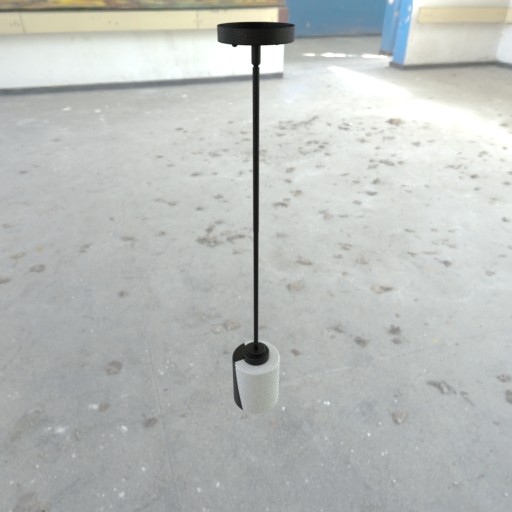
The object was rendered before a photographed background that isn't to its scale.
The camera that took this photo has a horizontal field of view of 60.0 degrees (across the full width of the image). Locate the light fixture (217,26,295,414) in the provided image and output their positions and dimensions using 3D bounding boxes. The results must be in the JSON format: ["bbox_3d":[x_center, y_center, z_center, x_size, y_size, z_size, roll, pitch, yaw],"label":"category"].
[{"bbox_3d":[0.000,0.000,0.931,0.123,0.863,0.123,-10,34,-15],"label":"light fixture"}]
